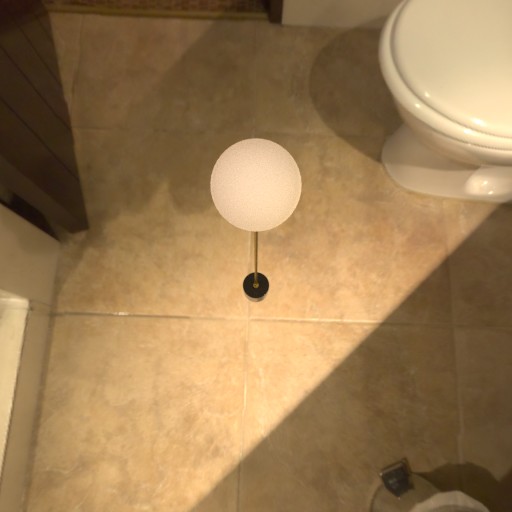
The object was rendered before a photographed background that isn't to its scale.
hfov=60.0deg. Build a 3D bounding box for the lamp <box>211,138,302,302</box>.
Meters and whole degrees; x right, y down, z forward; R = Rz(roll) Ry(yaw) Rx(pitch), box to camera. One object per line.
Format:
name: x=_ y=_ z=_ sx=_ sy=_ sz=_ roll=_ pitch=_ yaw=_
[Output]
lamp: x=0.000 y=0.000 z=1.850 sx=0.229 sy=1.748 sz=0.229 roll=-34 pitch=79 yaw=-8
